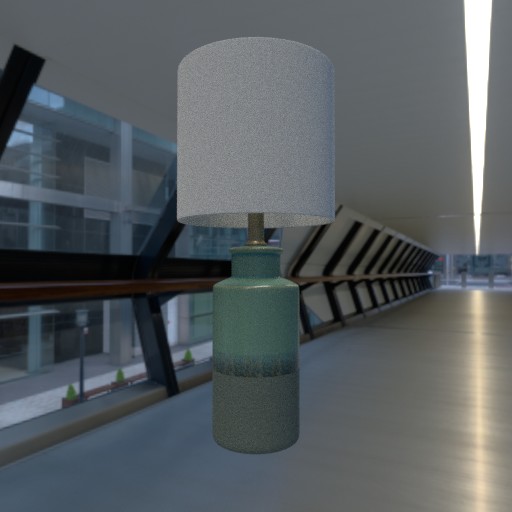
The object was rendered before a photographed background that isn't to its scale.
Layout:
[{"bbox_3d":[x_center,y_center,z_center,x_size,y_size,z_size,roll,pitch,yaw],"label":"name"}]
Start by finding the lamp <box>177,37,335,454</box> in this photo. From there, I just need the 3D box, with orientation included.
[{"bbox_3d":[0.000,0.000,0.604,0.212,0.493,0.212,0,-1,-19],"label":"lamp"}]
